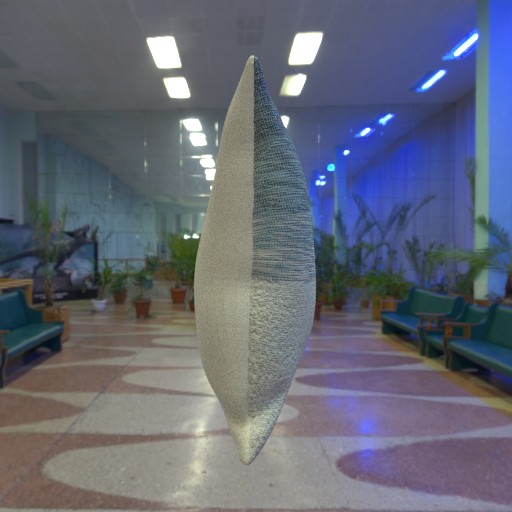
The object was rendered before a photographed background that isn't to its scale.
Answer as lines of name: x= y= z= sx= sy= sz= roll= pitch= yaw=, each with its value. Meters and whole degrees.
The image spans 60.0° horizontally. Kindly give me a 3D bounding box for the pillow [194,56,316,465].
pillow: x=0.000 y=0.000 z=0.685 sx=0.182 sy=0.441 sz=0.440 roll=0 pitch=1 yaw=0
